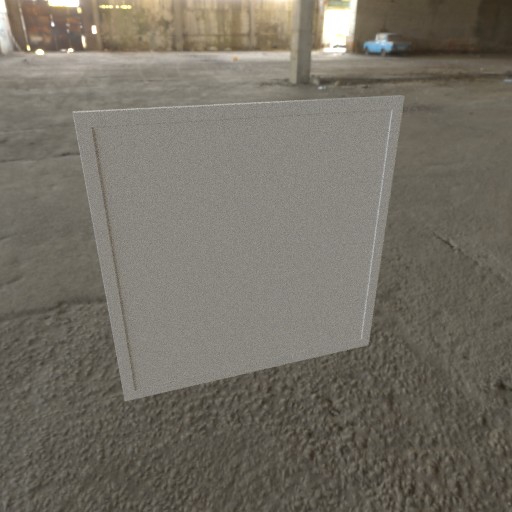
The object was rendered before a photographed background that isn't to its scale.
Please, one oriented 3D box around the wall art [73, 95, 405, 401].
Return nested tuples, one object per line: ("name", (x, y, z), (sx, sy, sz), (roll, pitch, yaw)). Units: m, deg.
("wall art", (0.000, 0.000, 1.002), (0.660, 0.660, 0.015), (-9, 28, -17))
